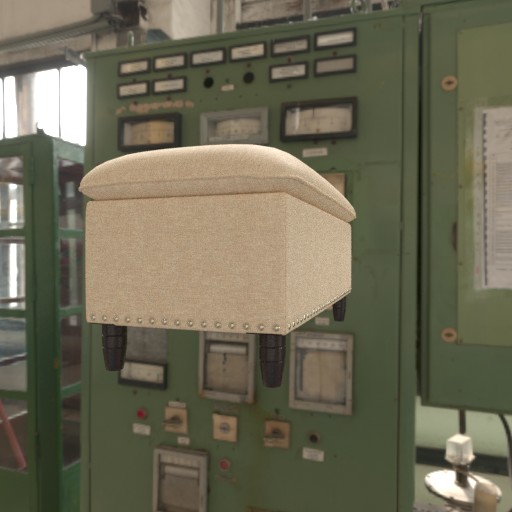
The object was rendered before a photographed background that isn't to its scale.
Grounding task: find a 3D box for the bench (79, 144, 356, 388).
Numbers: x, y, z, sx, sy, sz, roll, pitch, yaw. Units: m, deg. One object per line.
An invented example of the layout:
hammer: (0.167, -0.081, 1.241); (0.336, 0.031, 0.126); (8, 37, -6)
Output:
bench: (0.000, 0.000, 1.293); (0.483, 0.483, 0.991); (0, 0, 19)
